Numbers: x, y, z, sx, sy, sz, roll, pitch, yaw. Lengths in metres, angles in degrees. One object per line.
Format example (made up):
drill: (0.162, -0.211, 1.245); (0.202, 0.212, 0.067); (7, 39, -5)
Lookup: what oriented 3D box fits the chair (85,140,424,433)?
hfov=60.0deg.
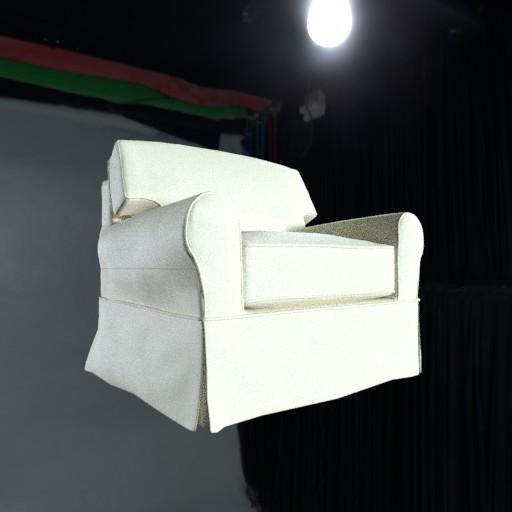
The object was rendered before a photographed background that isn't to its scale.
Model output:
chair: (0.000, 0.000, 1.799); (1.099, 0.958, 0.904); (0, -1, -37)
